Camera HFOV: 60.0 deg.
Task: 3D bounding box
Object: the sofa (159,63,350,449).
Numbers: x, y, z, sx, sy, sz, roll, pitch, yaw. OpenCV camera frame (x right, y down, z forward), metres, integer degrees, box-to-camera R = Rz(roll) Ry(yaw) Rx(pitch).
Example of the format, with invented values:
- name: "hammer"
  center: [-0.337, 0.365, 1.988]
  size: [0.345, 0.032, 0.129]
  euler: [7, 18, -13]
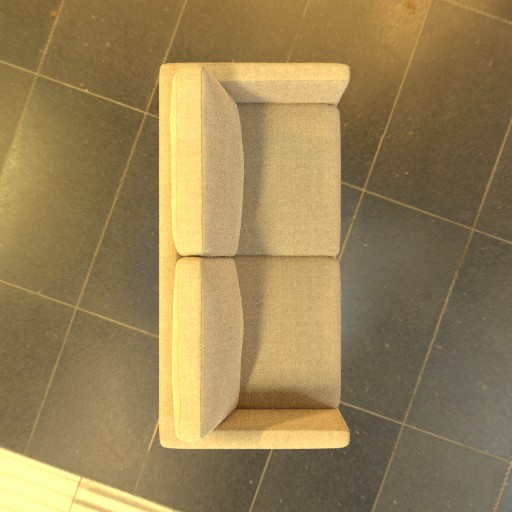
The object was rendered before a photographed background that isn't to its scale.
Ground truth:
- name: "sofa"
  center: [0.000, 0.000, 2.407]
  size: [0.950, 0.963, 1.884]
  euler: [0, 90, 0]
